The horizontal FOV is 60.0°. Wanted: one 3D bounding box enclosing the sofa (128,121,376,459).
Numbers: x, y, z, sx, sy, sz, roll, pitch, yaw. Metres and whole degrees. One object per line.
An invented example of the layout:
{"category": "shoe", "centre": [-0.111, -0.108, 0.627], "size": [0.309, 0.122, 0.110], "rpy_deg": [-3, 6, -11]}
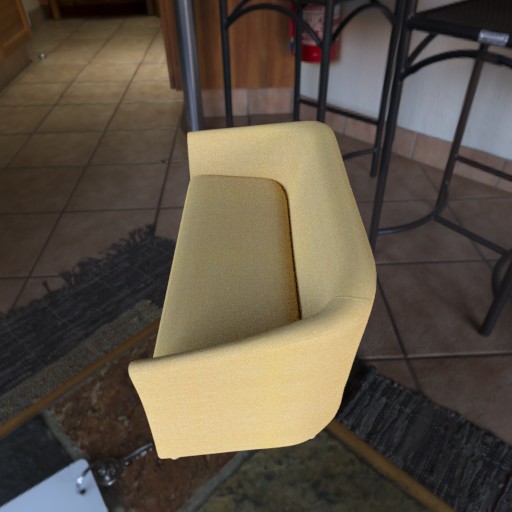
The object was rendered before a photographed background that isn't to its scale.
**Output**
{"category": "sofa", "centre": [0.000, 0.000, 1.858], "size": [0.705, 0.721, 1.452], "rpy_deg": [0, 41, 0]}
